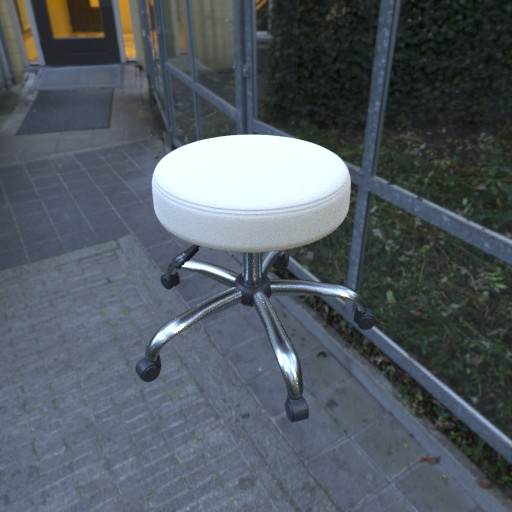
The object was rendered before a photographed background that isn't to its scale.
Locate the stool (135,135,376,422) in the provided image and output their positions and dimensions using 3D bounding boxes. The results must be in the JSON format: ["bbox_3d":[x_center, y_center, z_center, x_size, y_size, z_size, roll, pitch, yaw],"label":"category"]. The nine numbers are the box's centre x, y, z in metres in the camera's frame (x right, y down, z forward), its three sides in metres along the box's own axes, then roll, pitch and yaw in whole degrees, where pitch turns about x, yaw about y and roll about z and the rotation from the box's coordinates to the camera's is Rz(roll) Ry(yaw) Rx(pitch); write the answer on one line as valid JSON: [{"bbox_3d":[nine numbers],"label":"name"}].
[{"bbox_3d":[0.000,0.000,1.054,0.634,0.482,0.614,-10,34,-15],"label":"stool"}]
